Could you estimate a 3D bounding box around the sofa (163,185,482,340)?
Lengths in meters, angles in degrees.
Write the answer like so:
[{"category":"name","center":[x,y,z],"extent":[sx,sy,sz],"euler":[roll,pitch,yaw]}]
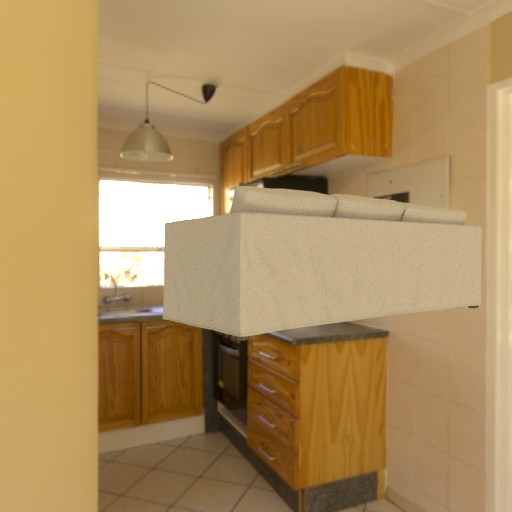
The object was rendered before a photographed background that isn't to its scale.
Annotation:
[{"category":"sofa","center":[0.000,0.000,4.309],"extent":[2.432,0.871,3.182],"euler":[0,1,-35]}]
